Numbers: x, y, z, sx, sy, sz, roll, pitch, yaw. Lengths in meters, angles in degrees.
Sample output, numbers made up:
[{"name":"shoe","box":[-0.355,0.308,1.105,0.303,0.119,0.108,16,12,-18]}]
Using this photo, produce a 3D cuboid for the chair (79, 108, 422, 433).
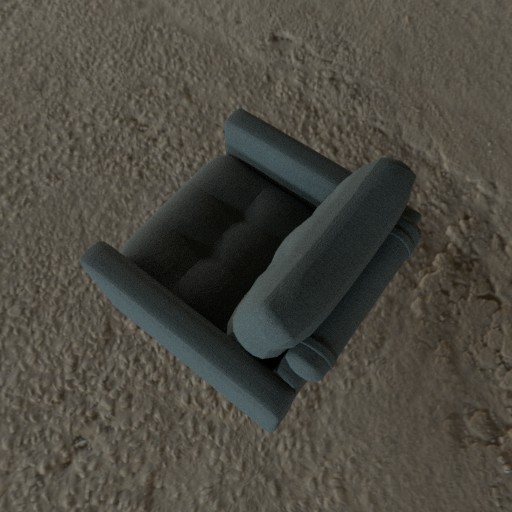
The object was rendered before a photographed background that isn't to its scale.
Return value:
[{"name":"chair","box":[0.000,0.000,1.532,0.843,0.880,0.821,35,69,16]}]
